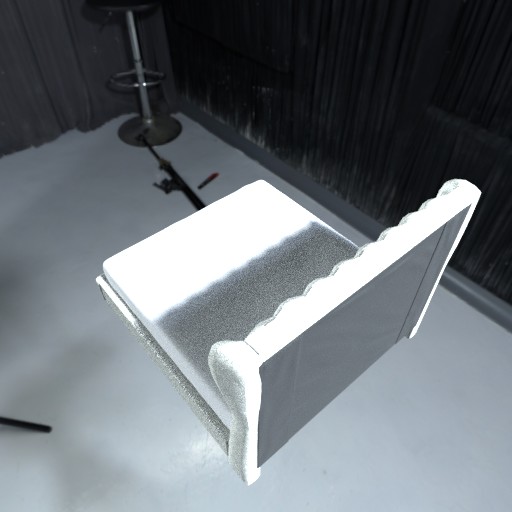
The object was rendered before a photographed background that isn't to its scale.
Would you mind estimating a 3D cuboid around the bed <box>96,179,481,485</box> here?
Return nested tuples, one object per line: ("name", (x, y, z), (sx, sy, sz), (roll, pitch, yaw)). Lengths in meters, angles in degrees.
("bed", (0.000, 0.000, 3.820), (2.219, 1.771, 2.347), (-32, 54, -27))
